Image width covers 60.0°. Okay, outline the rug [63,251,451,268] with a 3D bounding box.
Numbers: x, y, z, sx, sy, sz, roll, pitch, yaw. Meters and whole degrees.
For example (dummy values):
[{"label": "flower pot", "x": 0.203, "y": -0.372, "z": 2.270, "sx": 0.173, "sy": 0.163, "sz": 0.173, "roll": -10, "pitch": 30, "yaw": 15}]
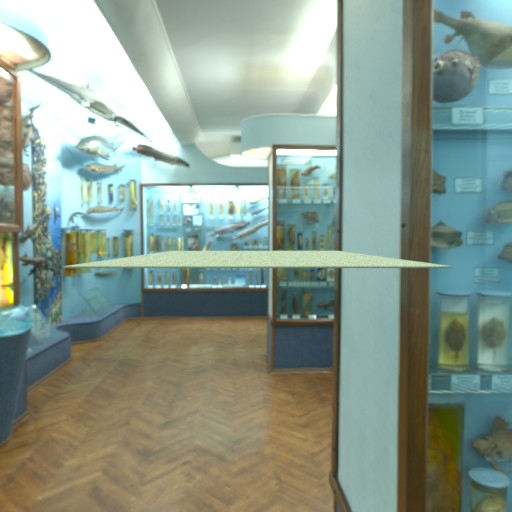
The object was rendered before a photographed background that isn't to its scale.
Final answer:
[{"label": "rug", "x": 0.000, "y": 0.000, "z": 2.170, "sx": 1.143, "sy": 0.006, "sz": 1.747, "roll": 0, "pitch": 2, "yaw": 0}]
